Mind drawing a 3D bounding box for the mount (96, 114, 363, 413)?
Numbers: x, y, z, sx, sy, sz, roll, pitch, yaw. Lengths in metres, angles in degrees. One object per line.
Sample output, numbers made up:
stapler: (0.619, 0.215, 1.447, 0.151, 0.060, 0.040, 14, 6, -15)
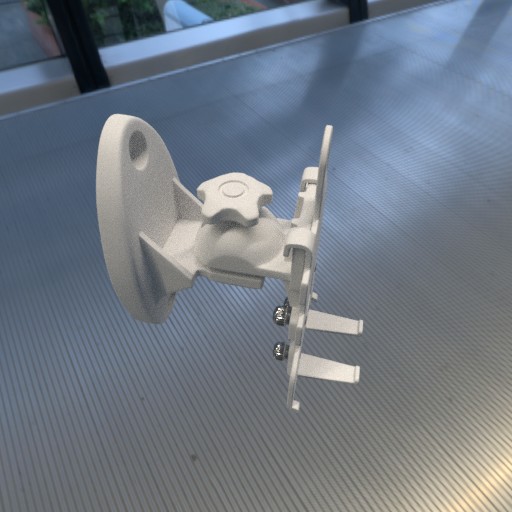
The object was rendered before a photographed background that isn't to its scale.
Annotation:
mount: (0.000, 0.000, 0.177, 0.100, 0.118, 0.066, 9, 46, 9)
